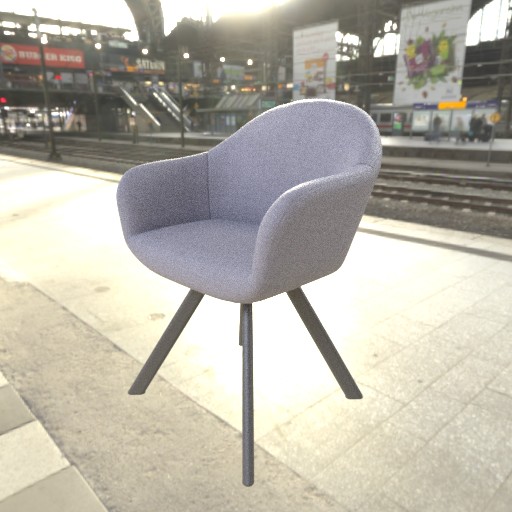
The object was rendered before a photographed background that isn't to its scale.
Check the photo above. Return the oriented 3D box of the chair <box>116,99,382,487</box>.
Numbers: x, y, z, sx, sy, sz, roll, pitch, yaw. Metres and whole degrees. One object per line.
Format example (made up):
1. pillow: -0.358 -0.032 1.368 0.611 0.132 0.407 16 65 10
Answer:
1. chair: 0.000 0.000 1.167 0.590 0.795 0.550 16 23 42
